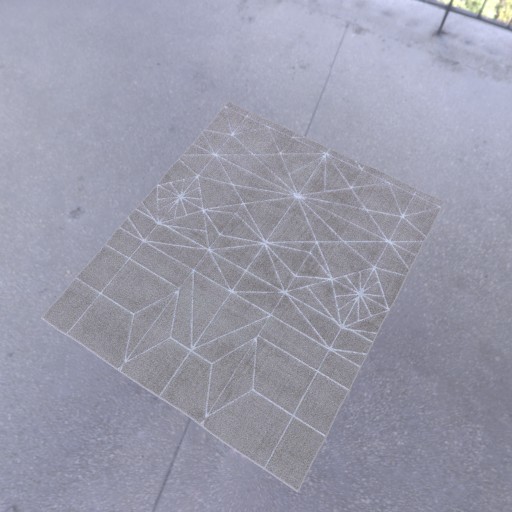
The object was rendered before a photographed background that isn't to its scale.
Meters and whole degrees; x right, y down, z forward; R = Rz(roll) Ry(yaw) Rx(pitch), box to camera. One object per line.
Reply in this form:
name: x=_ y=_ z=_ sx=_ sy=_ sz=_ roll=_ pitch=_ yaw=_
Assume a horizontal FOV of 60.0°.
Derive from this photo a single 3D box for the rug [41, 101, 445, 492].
rug: x=0.000 y=0.000 z=0.880 sx=0.548 sy=0.006 sz=0.639 roll=29 pitch=67 yaw=13
